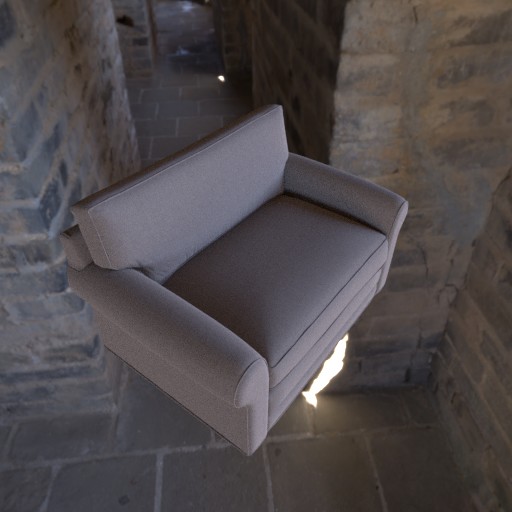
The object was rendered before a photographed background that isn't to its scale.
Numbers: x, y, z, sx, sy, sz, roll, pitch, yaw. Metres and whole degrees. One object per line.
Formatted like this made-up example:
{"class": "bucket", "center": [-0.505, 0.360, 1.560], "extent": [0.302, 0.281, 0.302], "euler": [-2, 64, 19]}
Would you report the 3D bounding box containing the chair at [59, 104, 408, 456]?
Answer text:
{"class": "chair", "center": [0.000, 0.000, 2.053], "extent": [0.930, 0.930, 1.390], "euler": [26, 47, 28]}
